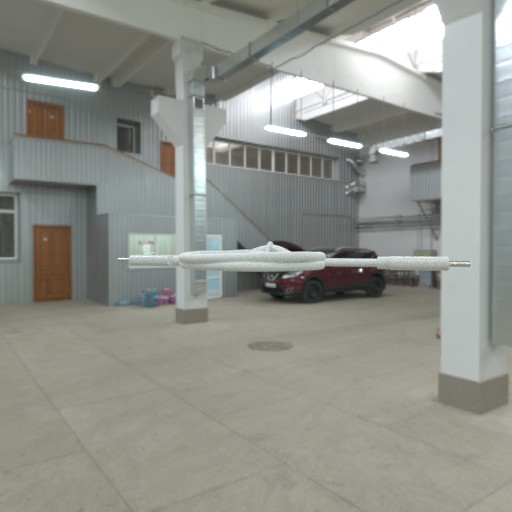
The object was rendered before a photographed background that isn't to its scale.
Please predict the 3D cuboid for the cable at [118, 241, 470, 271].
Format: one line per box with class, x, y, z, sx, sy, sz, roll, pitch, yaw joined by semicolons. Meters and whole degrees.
cable;0.000;0.000;0.206;0.186;0.014;0.070;0;1;19
